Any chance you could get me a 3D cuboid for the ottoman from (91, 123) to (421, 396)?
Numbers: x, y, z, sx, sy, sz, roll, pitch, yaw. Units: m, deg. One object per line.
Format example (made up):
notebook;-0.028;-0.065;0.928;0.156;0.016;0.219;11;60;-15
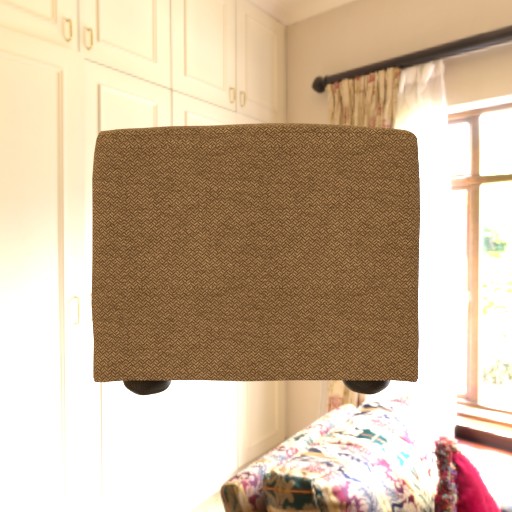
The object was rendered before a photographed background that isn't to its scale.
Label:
ottoman;0.000;0.000;0.926;0.512;0.453;0.519;0;1;0
